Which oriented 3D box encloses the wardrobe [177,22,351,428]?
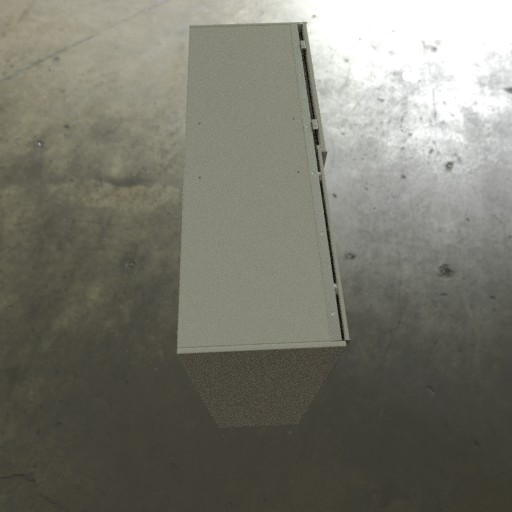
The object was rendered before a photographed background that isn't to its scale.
[{"bbox_3d":[0.000,0.000,2.810,0.629,1.960,1.780,-2,62,-1],"label":"wardrobe"}]
